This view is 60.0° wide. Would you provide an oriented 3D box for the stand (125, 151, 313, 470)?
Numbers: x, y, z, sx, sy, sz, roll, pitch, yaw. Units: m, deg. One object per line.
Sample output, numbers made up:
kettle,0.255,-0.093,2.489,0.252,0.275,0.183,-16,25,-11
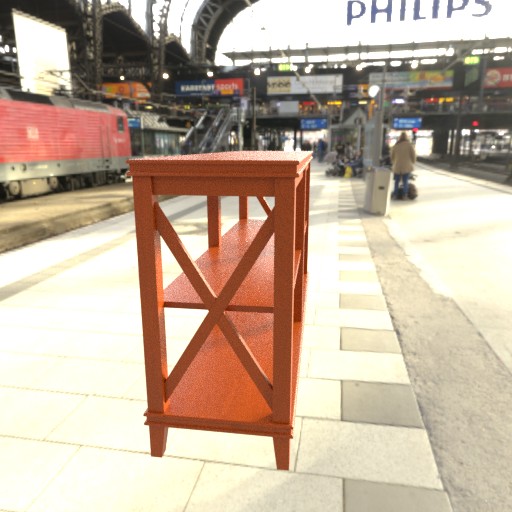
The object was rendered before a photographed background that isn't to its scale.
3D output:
stand,0.000,0.000,1.694,0.381,0.762,1.372,2,14,8
